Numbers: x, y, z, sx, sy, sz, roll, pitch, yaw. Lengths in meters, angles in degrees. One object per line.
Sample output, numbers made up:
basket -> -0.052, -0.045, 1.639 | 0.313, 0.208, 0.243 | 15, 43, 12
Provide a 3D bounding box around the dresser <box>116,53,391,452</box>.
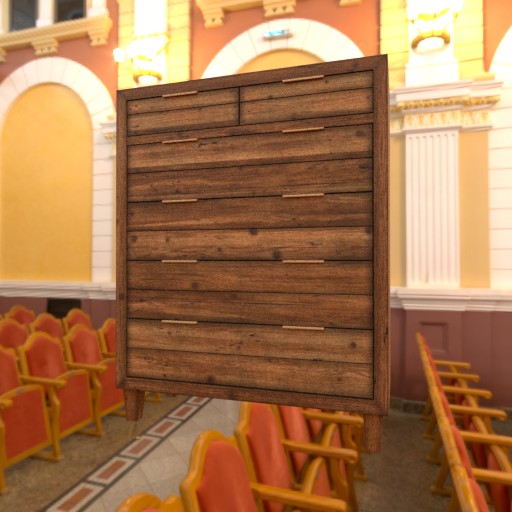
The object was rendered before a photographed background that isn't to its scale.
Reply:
dresser -> 0.000, 0.000, 1.851 | 1.067, 1.359, 0.438 | 0, 0, 18
